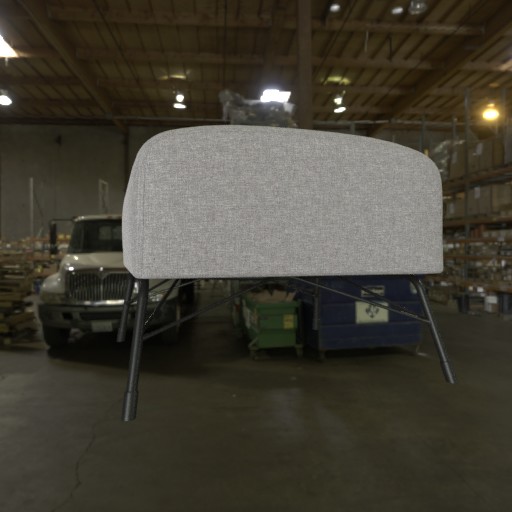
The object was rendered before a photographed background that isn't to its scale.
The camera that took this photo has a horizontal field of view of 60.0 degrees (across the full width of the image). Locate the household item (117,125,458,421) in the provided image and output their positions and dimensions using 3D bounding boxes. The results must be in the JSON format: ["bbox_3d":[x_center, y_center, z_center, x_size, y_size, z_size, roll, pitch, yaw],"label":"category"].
[{"bbox_3d":[0.000,0.000,0.890,0.530,0.410,0.530,0,1,-18],"label":"household item"}]
